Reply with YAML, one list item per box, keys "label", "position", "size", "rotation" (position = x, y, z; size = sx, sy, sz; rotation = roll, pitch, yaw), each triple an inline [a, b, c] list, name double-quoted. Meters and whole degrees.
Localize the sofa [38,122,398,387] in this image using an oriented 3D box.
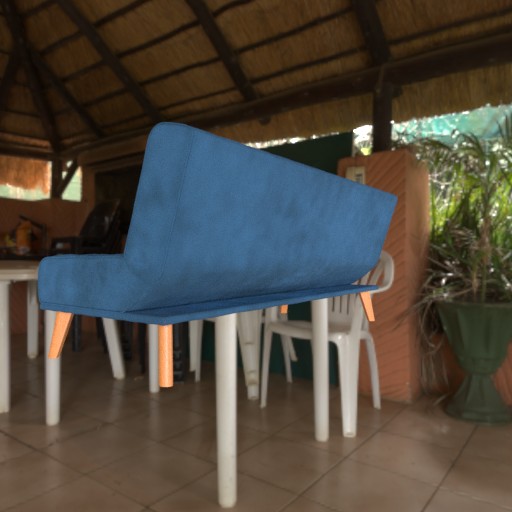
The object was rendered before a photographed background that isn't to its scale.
- label: "sofa"
  position: [0.000, 0.000, 2.249]
  size: [0.855, 0.813, 1.804]
  rotation: [0, 0, 36]
